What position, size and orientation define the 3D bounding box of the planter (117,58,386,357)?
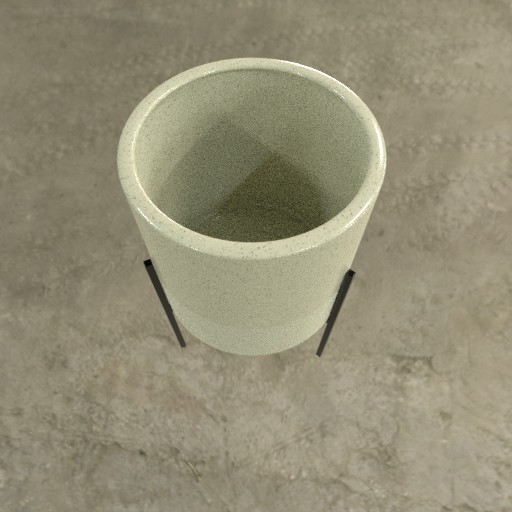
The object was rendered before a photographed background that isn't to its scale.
[{"bbox_3d":[0.000,0.000,0.554,0.243,0.390,0.234,31,65,17],"label":"planter"}]
